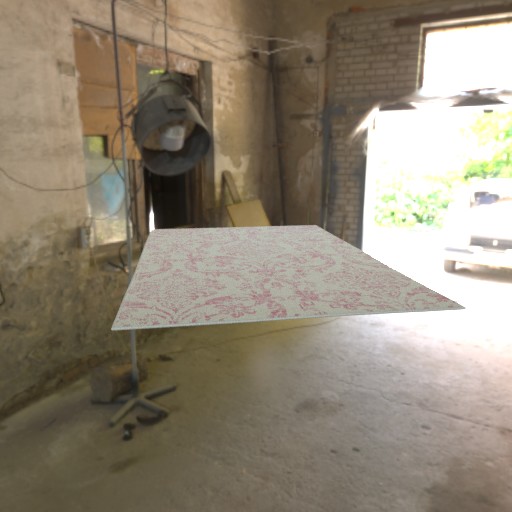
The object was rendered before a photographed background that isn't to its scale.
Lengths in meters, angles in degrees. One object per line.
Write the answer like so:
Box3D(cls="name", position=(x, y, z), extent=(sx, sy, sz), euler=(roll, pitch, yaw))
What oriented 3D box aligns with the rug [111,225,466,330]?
Box3D(cls="rug", position=(0.000, 0.000, 2.365), extent=(1.219, 0.012, 1.839), euler=(-2, 13, -9))
